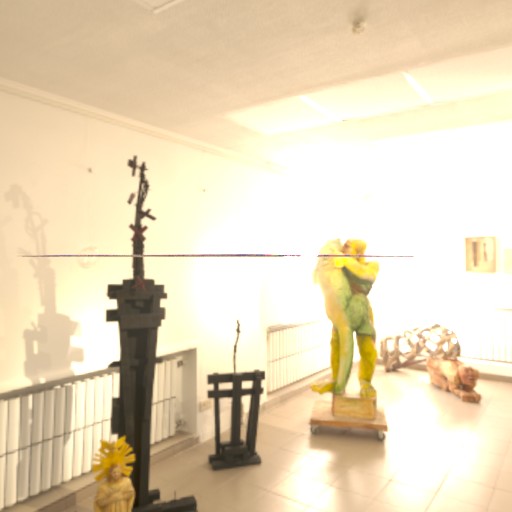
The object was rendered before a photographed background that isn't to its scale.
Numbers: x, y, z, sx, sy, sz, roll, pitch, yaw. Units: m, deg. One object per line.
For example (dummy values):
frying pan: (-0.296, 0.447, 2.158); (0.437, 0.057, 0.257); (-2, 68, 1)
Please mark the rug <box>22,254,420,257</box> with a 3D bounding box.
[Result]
rug: (0.000, 0.000, 2.903); (1.539, 0.013, 2.350); (0, 0, 35)
